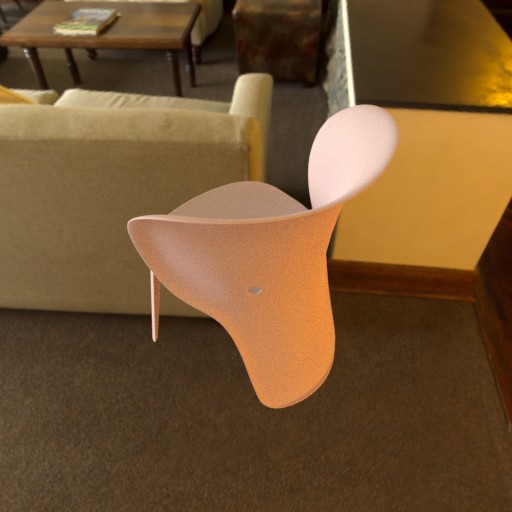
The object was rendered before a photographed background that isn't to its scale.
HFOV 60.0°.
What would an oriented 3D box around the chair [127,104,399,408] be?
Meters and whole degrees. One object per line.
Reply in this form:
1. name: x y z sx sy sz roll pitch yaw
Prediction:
1. chair: 0.000 0.000 0.869 0.451 0.554 0.402 -34 55 -28
